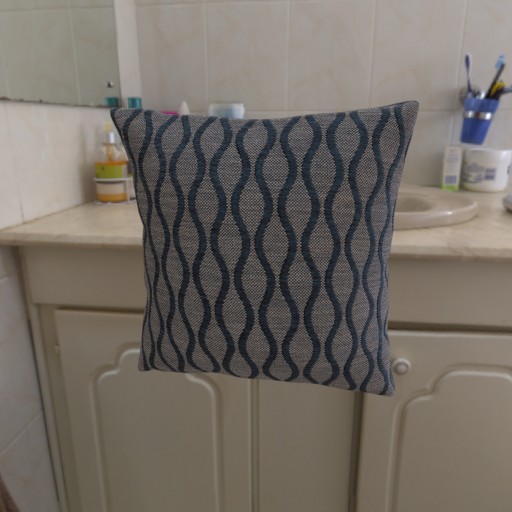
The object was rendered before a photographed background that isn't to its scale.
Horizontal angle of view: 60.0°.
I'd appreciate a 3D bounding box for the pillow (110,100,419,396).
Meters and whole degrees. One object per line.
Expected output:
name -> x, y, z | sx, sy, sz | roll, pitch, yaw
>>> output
pillow -> 0.000, 0.000, 0.662 | 0.435, 0.435, 0.159 | 3, 16, 9
